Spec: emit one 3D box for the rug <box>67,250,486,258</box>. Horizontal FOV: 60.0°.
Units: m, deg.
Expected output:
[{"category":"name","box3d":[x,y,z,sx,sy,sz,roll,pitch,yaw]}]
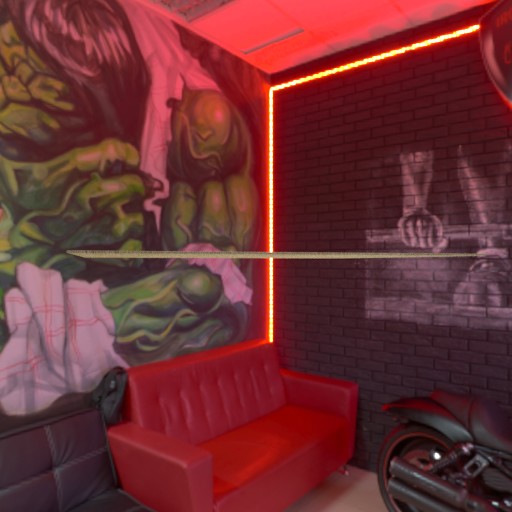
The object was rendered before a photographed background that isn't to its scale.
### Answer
[{"category":"rug","box3d":[0.000,0.000,4.287,3.198,0.016,2.425,0,-1,-19]}]
